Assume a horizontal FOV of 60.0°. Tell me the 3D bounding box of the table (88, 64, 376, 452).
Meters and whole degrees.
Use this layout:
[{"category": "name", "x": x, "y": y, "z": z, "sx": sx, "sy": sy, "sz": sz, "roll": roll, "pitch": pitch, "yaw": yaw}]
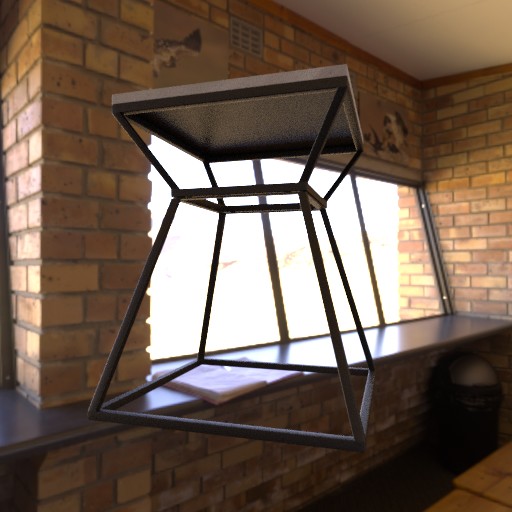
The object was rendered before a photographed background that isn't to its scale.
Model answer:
[{"category": "table", "x": 0.000, "y": 0.000, "z": 0.903, "sx": 0.455, "sy": 0.559, "sz": 0.455, "roll": 0, "pitch": -1, "yaw": 17}]
